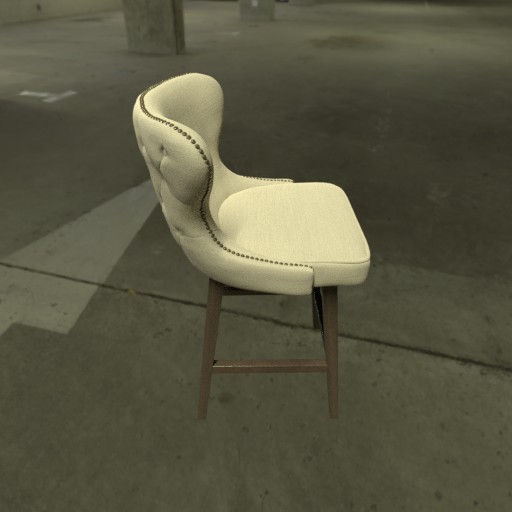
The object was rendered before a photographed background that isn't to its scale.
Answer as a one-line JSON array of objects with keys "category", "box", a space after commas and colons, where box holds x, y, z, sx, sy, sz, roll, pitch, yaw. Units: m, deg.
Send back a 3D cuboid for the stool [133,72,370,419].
[{"category": "stool", "box": [0.000, 0.000, 1.364, 0.597, 0.972, 0.615, -1, 33, -1]}]
